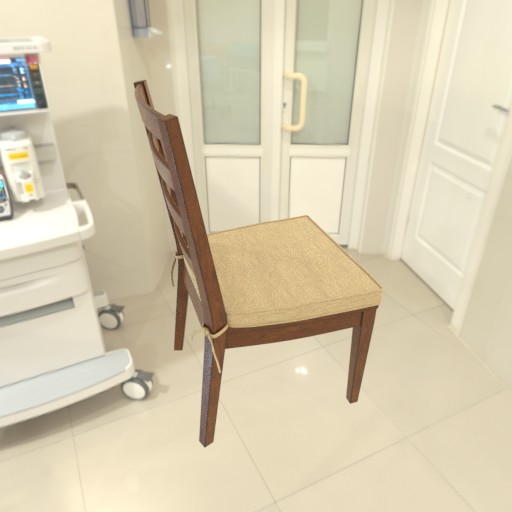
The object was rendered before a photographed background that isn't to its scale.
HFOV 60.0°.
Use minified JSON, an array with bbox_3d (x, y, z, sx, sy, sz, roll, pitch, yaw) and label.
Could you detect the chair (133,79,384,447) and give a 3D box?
[{"bbox_3d":[0.000,0.000,1.367,0.595,0.979,0.593,-10,31,-17],"label":"chair"}]
